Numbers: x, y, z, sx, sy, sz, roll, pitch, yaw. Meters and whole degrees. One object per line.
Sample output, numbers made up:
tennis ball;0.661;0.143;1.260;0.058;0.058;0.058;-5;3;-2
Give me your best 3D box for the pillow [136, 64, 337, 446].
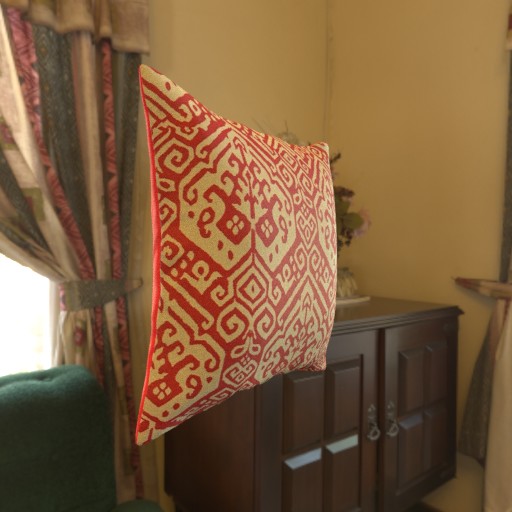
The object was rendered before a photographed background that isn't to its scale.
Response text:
pillow;0.000;0.000;0.786;0.192;0.507;0.522;0;0;37
